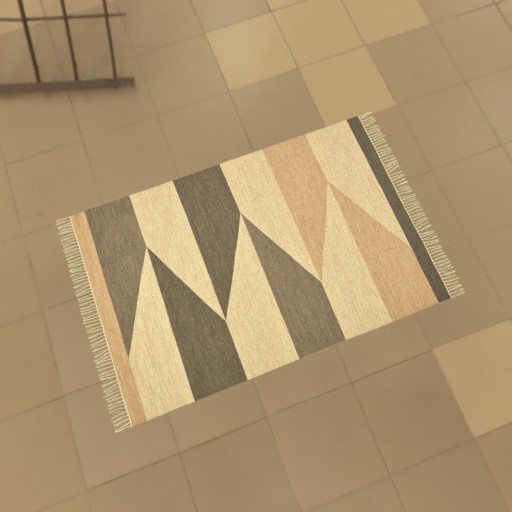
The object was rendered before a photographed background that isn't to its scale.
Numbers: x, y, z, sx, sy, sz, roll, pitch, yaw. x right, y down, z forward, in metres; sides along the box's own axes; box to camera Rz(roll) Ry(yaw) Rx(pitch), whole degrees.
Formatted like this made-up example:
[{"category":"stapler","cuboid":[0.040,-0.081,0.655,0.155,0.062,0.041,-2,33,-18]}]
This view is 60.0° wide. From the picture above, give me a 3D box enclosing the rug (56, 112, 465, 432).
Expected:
[{"category":"rug","cuboid":[0.000,0.000,2.492,2.021,0.027,1.224,-20,75,-6]}]
